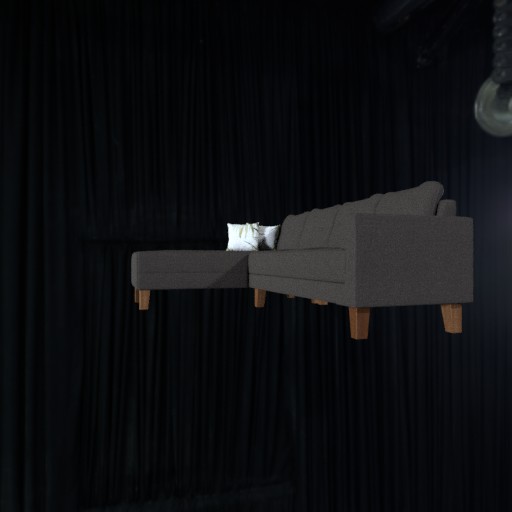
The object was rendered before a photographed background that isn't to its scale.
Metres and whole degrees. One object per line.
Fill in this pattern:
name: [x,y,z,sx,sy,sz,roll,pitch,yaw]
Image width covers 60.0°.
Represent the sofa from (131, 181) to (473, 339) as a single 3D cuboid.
sofa: [0.000,0.000,3.599,1.829,0.932,2.679,0,0,-18]
